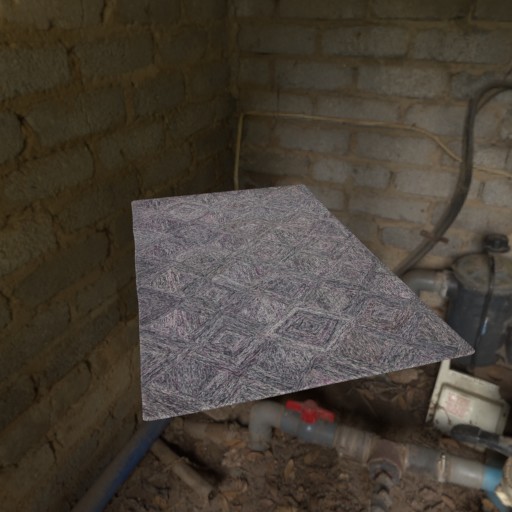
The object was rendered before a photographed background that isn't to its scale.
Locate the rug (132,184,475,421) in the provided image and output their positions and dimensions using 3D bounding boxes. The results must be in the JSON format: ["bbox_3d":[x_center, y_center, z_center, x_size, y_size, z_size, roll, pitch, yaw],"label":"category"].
[{"bbox_3d":[0.000,0.000,2.169,1.158,0.013,1.752,-8,30,-13],"label":"rug"}]
